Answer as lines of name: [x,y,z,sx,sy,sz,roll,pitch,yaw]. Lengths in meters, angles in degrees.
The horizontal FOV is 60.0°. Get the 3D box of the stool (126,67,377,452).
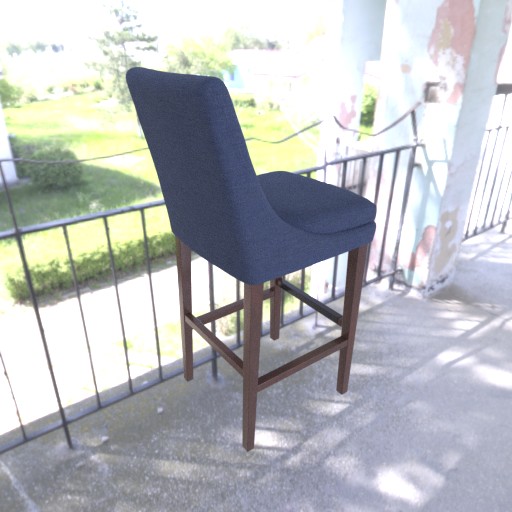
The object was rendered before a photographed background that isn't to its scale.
stool: [0.000,0.000,1.372,0.577,1.078,0.470,-18,32,-32]
